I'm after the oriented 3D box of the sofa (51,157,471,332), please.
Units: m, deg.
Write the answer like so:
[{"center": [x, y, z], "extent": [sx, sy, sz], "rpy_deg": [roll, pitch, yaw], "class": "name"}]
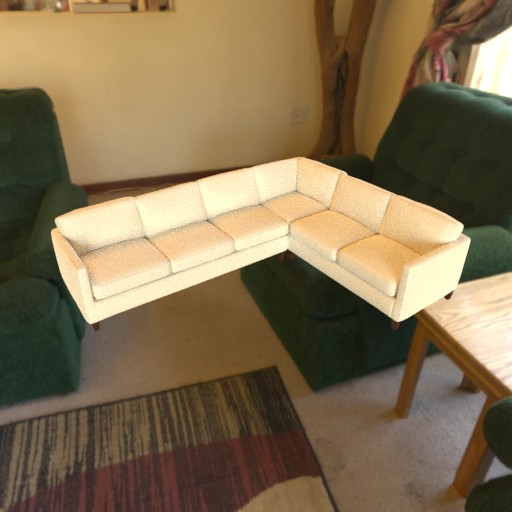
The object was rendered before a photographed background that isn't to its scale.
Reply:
[{"center": [0.000, 0.000, 4.452], "extent": [3.302, 0.947, 2.593], "rpy_deg": [-20, 37, -29], "class": "sofa"}]
